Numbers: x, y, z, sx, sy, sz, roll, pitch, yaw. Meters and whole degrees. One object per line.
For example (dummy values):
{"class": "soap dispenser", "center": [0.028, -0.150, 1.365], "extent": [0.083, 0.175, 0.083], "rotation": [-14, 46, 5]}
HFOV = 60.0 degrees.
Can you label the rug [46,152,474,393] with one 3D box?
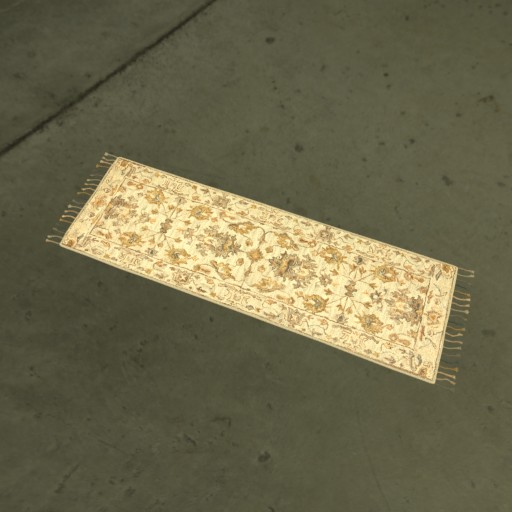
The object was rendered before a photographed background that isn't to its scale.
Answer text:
{"class": "rug", "center": [0.000, 0.000, 2.598], "extent": [2.438, 0.021, 0.729], "rotation": [19, 64, 10]}
